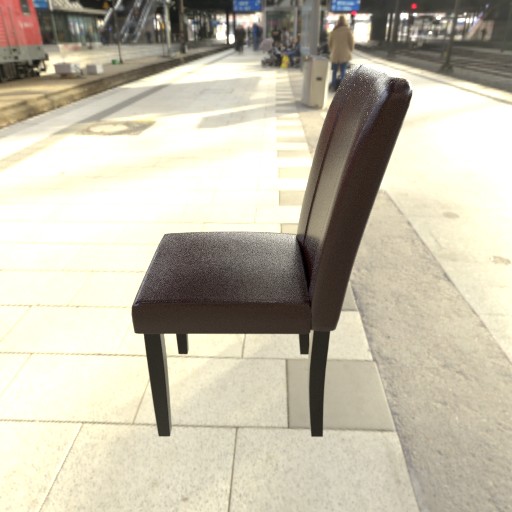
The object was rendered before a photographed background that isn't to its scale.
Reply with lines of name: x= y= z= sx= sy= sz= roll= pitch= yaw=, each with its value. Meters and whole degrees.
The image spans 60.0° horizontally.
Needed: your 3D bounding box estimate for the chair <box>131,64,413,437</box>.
chair: x=0.000 y=0.000 z=1.139 sx=0.556 sy=0.897 sz=0.399 roll=0 pitch=27 yaw=0
